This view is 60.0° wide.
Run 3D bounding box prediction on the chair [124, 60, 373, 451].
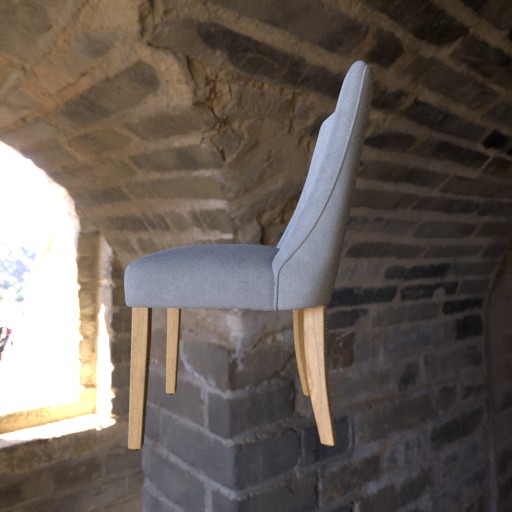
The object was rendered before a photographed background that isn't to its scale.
[{"bbox_3d":[0.000,0.000,1.241,0.610,0.902,0.495,0,-1,0],"label":"chair"}]
